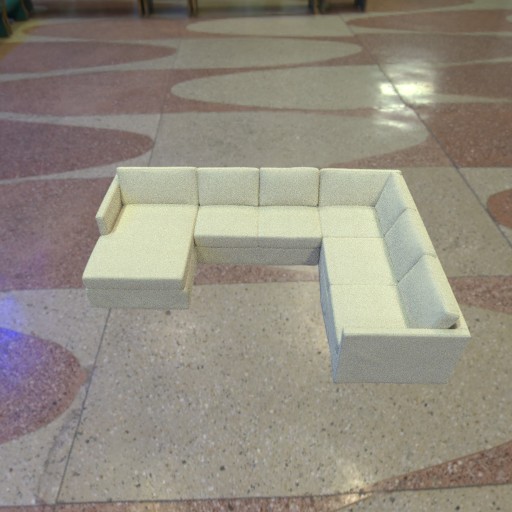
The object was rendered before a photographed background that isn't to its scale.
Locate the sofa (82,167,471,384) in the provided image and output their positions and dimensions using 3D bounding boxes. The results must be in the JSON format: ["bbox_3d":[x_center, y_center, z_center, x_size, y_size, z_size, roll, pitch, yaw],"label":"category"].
[{"bbox_3d":[0.000,0.000,4.577,3.464,0.882,2.448,0,42,1],"label":"sofa"}]
